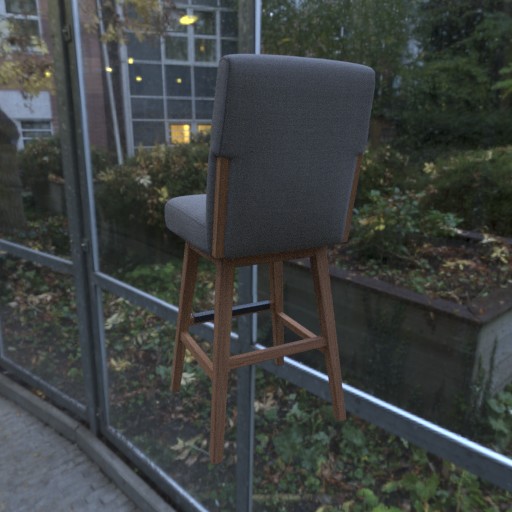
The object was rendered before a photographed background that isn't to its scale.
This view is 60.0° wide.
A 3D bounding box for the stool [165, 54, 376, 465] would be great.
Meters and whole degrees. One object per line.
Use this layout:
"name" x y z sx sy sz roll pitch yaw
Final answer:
"stool" 0.000 0.000 1.426 0.483 1.112 0.570 -7 17 -26
